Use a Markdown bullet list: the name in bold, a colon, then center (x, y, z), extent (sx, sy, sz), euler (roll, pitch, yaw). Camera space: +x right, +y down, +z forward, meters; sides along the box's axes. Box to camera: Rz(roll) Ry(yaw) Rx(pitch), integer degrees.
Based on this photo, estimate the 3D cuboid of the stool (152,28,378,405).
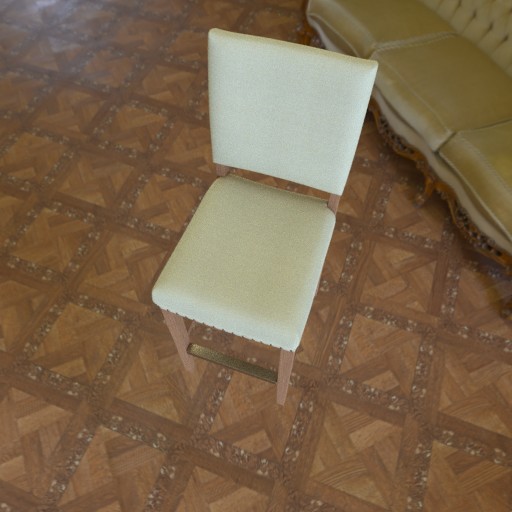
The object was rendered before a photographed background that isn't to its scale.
- **stool**: center (0.000, 0.000, 1.453), extent (0.445, 1.168, 0.584), euler (17, 59, 10)
